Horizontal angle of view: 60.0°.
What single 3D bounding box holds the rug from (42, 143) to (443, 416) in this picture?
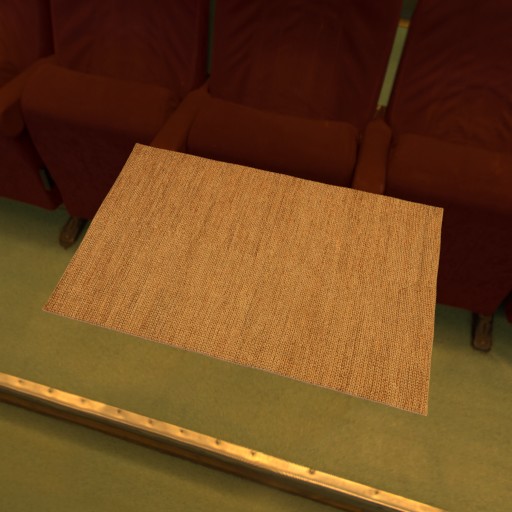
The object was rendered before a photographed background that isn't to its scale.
[{"bbox_3d":[0.000,0.000,3.055,2.438,0.034,1.521,13,60,8],"label":"rug"}]
